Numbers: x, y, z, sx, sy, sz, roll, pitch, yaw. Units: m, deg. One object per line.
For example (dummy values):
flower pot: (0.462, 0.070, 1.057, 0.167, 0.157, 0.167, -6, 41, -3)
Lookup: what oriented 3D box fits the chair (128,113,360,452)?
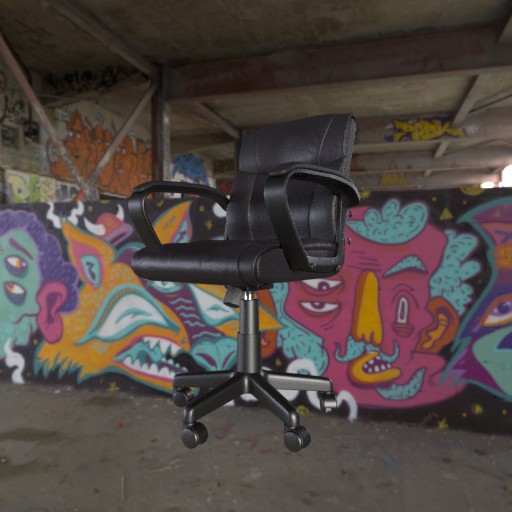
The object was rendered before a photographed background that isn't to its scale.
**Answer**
chair: (0.000, 0.000, 1.412, 0.576, 0.998, 0.641, 1, 1, 36)
